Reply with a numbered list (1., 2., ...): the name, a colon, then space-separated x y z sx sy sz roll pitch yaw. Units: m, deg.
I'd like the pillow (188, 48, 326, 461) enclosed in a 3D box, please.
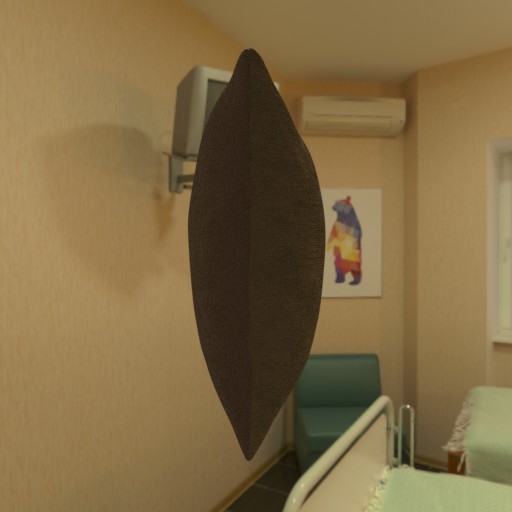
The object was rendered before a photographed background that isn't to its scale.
1. pillow: 0.000 0.000 0.686 0.204 0.439 0.452 0 1 1
